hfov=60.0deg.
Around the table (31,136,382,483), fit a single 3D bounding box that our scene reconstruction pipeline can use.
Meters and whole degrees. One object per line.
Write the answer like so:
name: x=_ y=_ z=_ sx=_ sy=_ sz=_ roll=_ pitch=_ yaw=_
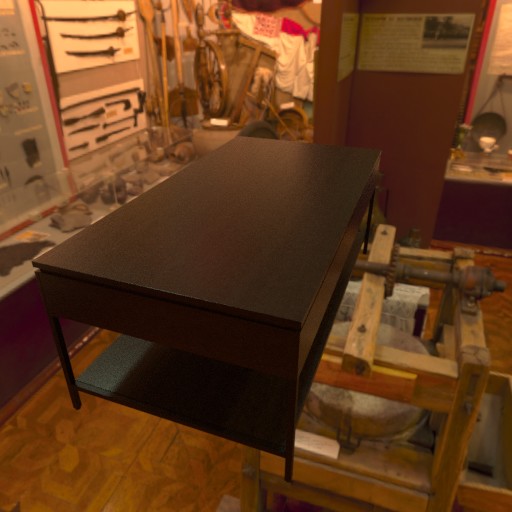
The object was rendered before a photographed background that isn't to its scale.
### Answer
table: x=0.000 y=0.000 z=1.374 sx=0.574 sy=0.435 sz=1.095 roll=10 pitch=31 yaw=18
